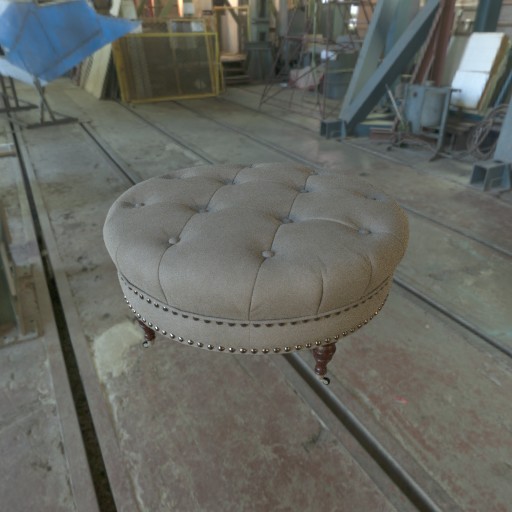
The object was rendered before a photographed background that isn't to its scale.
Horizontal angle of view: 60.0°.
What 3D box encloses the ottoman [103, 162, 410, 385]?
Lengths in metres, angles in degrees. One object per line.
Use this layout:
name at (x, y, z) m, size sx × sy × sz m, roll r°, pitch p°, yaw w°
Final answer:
ottoman at (0.000, 0.000, 1.428) m, size 0.901 × 0.439 × 0.901 m, roll 0°, pitch 28°, yaw 0°
